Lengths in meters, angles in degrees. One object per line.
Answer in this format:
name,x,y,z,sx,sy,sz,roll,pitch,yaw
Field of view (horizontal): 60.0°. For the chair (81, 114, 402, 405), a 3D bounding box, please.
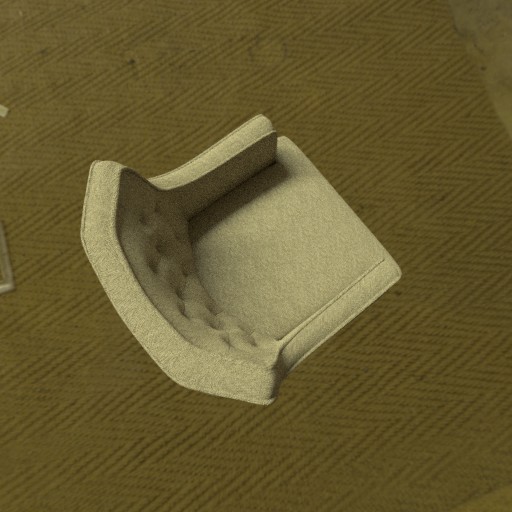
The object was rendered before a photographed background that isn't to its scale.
chair,0.000,0.000,1.690,0.910,0.920,0.820,-36,78,-9
